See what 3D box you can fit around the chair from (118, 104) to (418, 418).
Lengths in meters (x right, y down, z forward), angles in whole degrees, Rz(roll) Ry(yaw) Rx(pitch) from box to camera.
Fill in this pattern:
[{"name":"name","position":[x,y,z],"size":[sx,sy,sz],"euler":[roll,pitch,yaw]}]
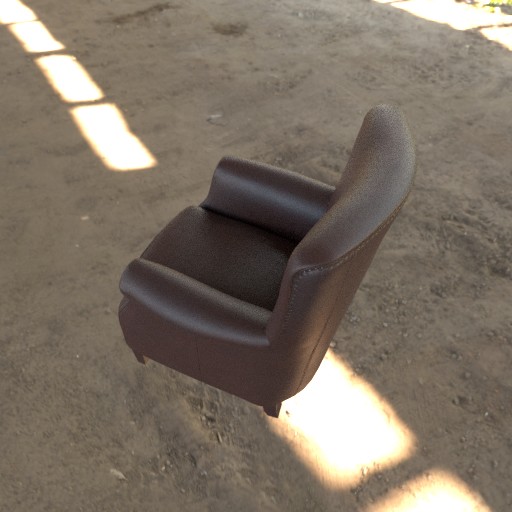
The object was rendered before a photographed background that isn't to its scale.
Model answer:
[{"name":"chair","position":[0.000,0.000,1.325],"size":[0.746,0.800,0.700],"euler":[17,47,16]}]
